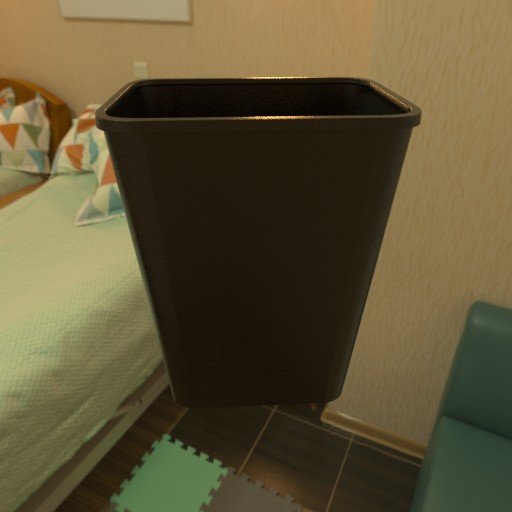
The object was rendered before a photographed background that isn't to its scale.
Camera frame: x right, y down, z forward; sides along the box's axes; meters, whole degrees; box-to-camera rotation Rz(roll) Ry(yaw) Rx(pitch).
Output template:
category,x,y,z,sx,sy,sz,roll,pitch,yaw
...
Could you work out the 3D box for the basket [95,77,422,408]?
category,x,y,z,sx,sy,sz,roll,pitch,yaw
basket,0.000,0.000,0.746,0.394,0.521,0.287,-2,31,-3
